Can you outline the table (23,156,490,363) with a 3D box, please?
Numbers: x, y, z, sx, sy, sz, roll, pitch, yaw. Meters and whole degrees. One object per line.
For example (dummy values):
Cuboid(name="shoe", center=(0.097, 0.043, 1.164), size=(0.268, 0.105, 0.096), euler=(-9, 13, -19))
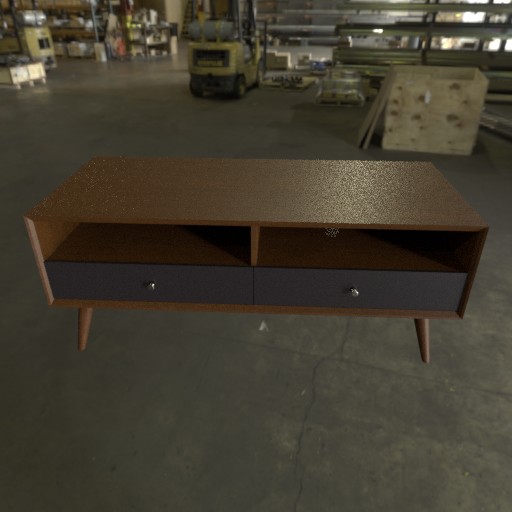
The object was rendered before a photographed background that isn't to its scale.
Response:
Cuboid(name="table", center=(0.000, 0.000, 1.381), size=(1.119, 0.464, 0.490), euler=(1, 30, 3))
